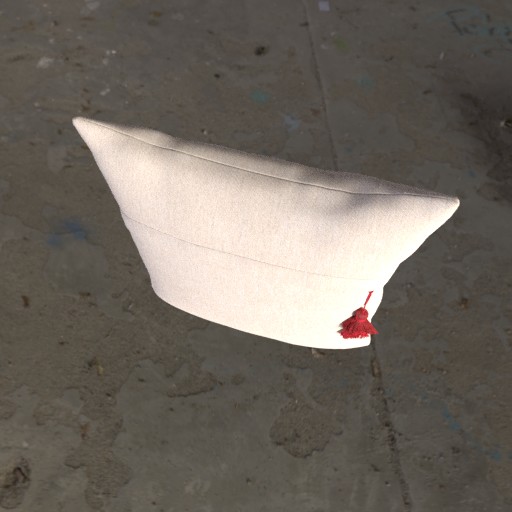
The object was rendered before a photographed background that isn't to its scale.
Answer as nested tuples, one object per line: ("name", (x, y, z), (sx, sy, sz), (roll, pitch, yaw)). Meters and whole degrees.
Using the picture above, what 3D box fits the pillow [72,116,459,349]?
("pillow", (0.000, 0.000, 0.664), (0.433, 0.436, 0.173), (14, 59, 9))
